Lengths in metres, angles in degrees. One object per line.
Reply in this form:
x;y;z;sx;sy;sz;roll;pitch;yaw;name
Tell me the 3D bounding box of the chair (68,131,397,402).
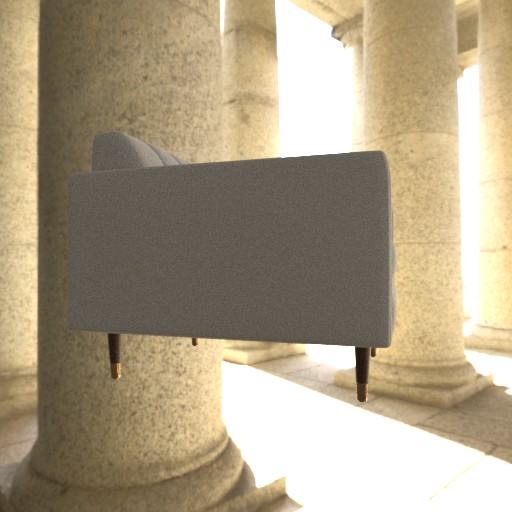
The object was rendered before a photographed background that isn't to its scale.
0.000;0.000;1.649;0.998;0.819;0.953;0;-1;18;chair
